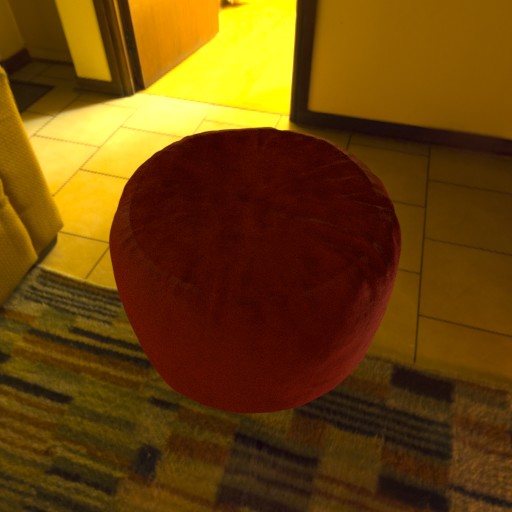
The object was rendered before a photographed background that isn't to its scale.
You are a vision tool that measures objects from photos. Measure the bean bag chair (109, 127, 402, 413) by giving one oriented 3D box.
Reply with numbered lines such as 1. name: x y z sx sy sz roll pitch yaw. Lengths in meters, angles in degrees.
1. bean bag chair: 0.000 0.000 2.001 1.219 0.762 1.219 0 47 0
